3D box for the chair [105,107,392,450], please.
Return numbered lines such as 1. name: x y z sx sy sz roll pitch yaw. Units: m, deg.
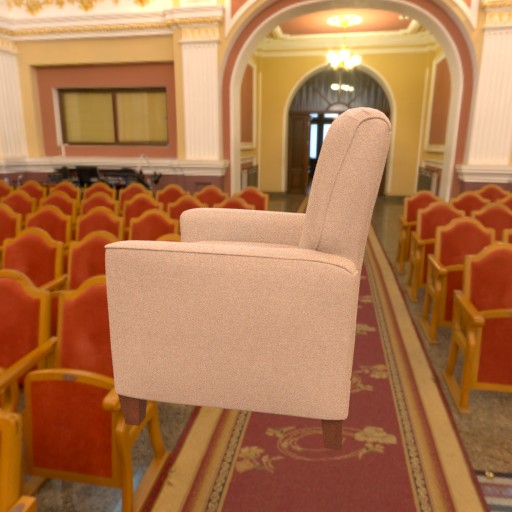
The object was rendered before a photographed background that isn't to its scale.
1. chair: 0.000 0.000 1.661 0.858 1.023 0.841 3 14 10
